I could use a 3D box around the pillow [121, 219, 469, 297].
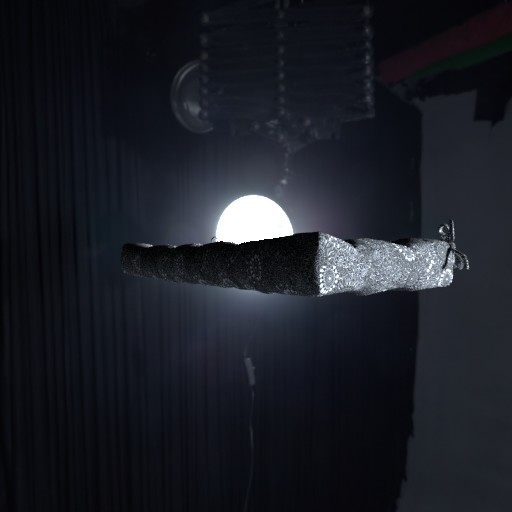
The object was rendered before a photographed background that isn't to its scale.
[{"bbox_3d":[0.000,0.000,1.384,0.511,0.174,1.194,0,0,-35],"label":"pillow"}]
